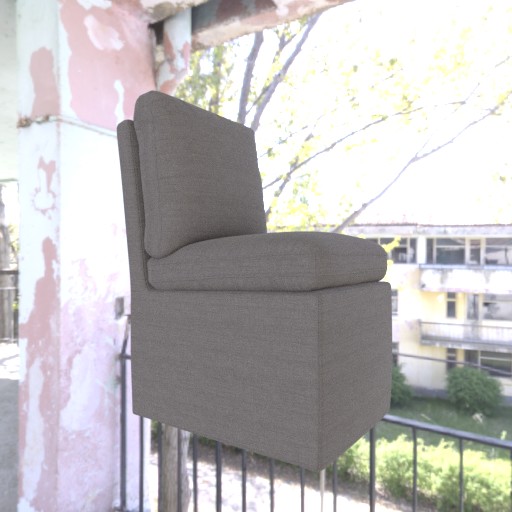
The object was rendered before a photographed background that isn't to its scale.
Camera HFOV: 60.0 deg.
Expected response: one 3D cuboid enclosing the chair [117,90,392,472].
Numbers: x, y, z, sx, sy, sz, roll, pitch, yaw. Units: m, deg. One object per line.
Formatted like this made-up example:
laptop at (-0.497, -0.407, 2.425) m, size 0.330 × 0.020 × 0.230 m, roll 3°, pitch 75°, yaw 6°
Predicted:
chair at (0.000, 0.000, 1.313) m, size 0.698 × 0.927 × 0.503 m, roll 0°, pitch 0°, yaw 35°
